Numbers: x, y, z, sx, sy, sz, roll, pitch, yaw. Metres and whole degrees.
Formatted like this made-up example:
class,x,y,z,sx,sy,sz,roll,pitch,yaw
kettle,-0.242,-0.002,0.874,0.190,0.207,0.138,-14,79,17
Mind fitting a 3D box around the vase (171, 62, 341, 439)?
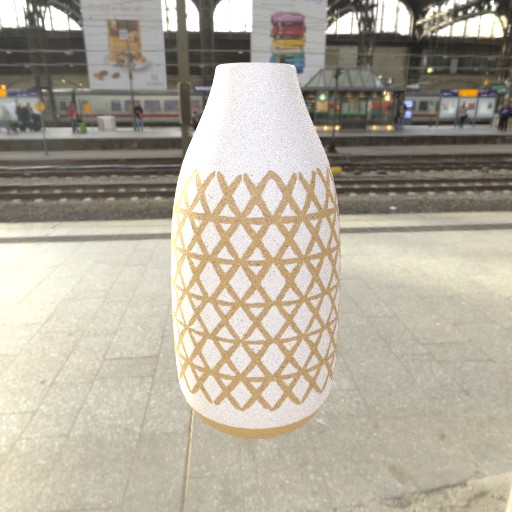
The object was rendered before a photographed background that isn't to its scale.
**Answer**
class,x,y,z,sx,sy,sz,roll,pitch,yaw
vase,0.000,0.000,0.481,0.186,0.380,0.186,0,18,0
